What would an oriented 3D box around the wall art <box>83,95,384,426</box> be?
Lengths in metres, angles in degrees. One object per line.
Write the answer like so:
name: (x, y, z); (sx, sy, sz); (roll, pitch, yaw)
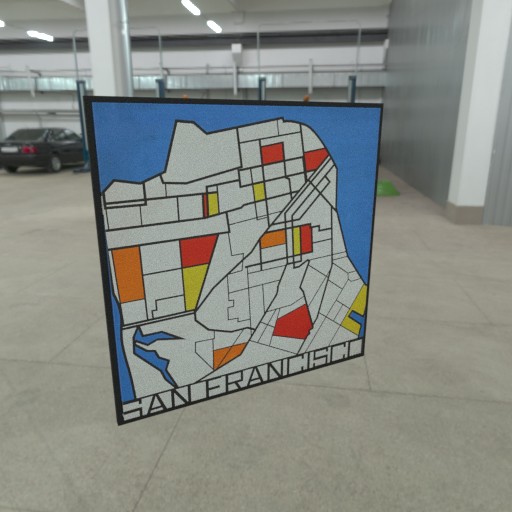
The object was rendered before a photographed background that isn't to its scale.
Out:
wall art: (0.000, 0.000, 0.688); (0.458, 0.457, 0.013); (-8, 18, -26)
